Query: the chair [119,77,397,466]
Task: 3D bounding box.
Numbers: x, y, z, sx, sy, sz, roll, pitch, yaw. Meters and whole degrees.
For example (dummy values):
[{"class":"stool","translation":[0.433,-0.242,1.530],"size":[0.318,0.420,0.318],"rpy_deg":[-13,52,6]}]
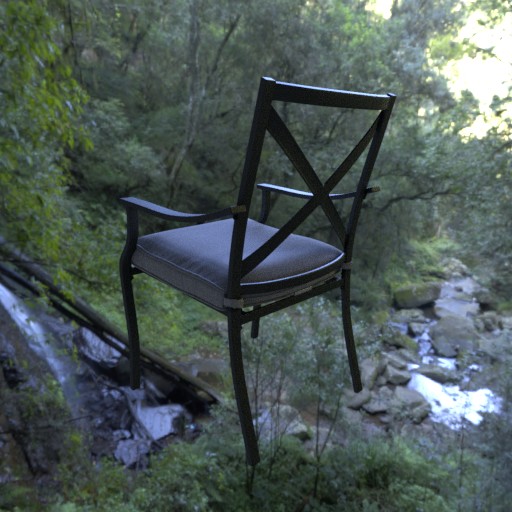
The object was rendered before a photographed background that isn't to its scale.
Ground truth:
[{"class":"chair","translation":[0.000,0.000,1.294],"size":[0.575,0.889,0.620],"rpy_deg":[-14,21,-43]}]
